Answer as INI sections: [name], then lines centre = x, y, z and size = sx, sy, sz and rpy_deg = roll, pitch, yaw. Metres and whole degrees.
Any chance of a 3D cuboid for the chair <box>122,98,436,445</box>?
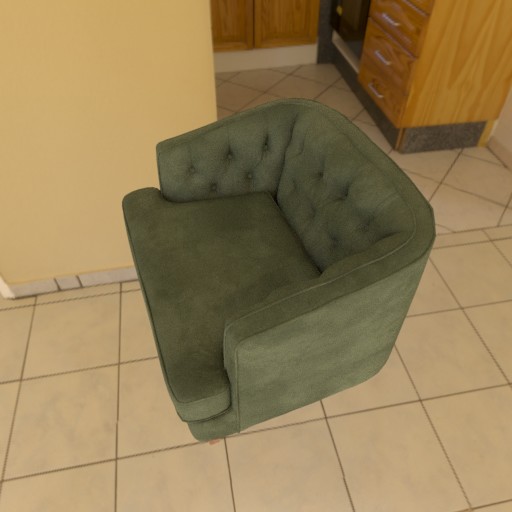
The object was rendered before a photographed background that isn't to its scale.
[chair]
centre = 0.000, 0.000, 1.796
size = 0.941, 0.852, 1.104
rpy_deg = -15, 48, -14
